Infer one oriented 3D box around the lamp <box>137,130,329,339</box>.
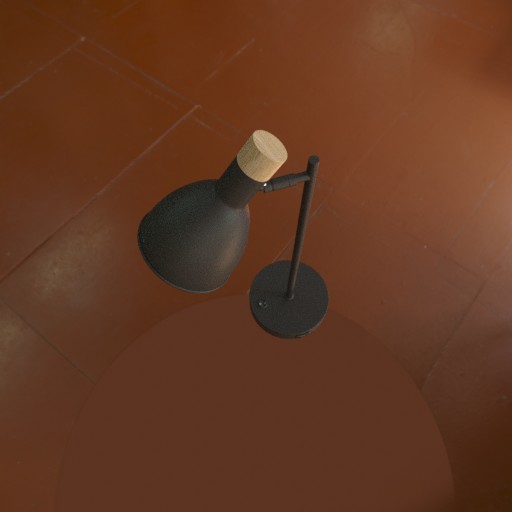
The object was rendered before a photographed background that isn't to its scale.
[{"bbox_3d":[0.000,0.000,0.636,0.287,0.483,0.152,-16,65,-8],"label":"lamp"}]
